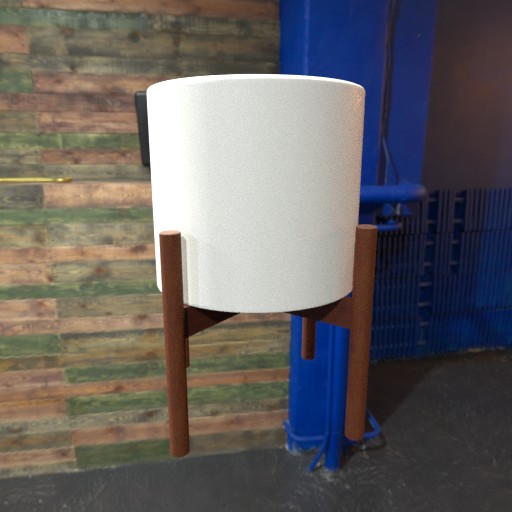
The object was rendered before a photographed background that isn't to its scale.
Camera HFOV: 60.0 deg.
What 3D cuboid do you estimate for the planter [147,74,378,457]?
[{"bbox_3d":[0.000,0.000,0.508,0.224,0.358,0.224,-2,14,-8],"label":"planter"}]
